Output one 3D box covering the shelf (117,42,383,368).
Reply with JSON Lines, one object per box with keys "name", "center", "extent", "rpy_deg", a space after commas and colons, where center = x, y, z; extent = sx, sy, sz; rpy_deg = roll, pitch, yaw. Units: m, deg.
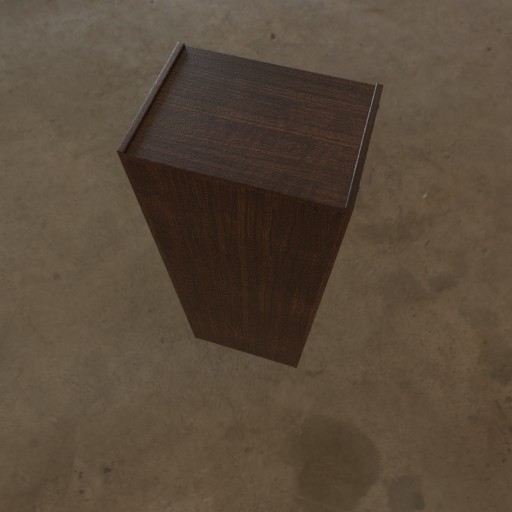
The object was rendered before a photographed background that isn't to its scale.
{"name": "shelf", "center": [0.000, 0.000, 1.281], "extent": [0.415, 1.099, 0.290], "rpy_deg": [15, 64, 8]}
